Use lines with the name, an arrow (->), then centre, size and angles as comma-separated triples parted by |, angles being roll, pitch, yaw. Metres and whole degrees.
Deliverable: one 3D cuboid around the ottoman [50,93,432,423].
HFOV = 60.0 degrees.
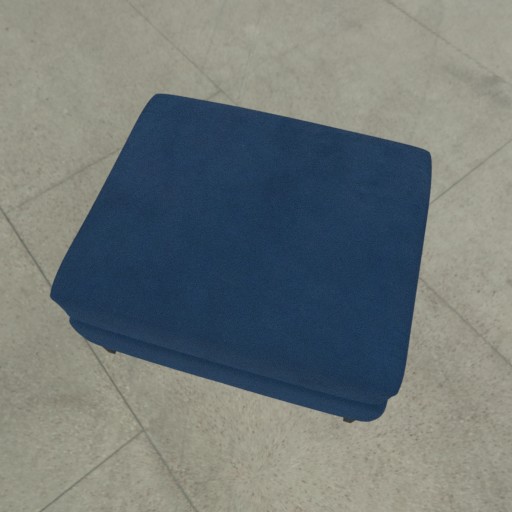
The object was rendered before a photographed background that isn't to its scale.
ottoman -> 0.000, 0.000, 1.185 | 0.794, 0.485, 0.655 | 14, 64, 7
